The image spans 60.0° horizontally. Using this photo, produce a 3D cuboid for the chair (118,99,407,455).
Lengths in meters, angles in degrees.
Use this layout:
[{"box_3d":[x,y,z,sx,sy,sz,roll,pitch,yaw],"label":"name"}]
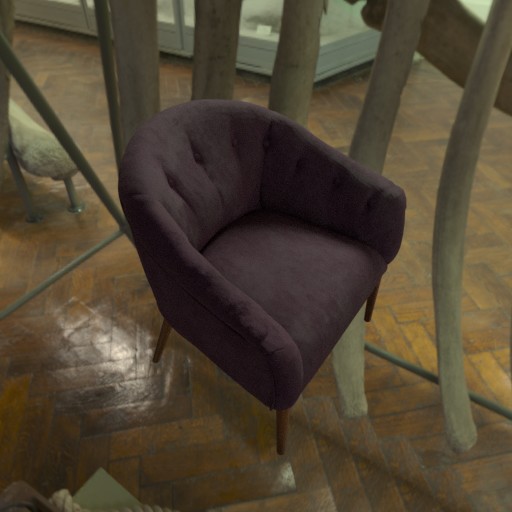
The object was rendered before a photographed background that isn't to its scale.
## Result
[{"box_3d":[0.000,0.000,1.536,0.776,0.885,0.851,25,47,25],"label":"chair"}]
